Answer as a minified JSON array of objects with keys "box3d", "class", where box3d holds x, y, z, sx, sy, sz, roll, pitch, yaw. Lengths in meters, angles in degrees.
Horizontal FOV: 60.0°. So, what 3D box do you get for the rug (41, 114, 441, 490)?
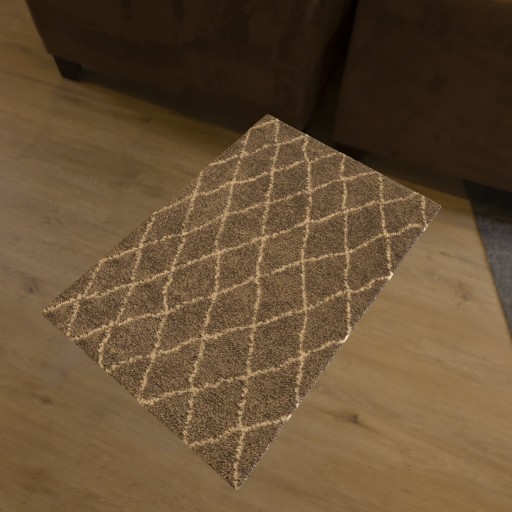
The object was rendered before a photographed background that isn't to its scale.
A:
[{"box3d":[0.000,0.000,2.283,1.219,0.030,1.778,34,64,19],"class":"rug"}]
